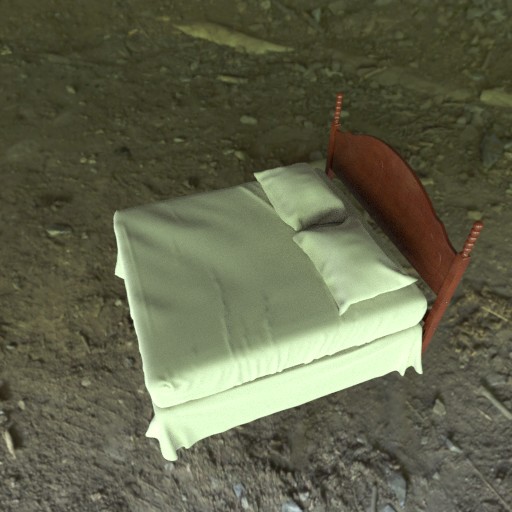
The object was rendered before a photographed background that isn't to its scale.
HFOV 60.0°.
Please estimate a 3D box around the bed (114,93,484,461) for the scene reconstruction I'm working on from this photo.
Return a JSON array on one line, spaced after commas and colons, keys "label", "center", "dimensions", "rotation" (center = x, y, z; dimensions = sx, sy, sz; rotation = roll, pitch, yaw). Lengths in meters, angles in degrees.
[{"label": "bed", "center": [0.000, 0.000, 3.133], "dimensions": [2.040, 1.356, 1.873], "rotation": [-15, 47, -14]}]
